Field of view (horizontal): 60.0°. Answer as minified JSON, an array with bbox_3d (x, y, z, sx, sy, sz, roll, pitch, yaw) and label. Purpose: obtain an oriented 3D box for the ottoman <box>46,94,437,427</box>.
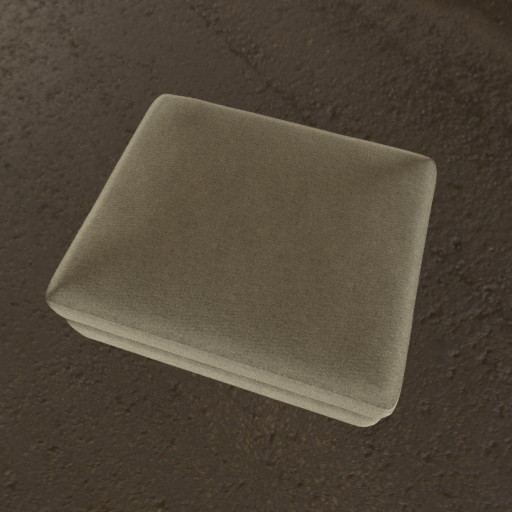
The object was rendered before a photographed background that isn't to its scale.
[{"bbox_3d":[0.000,0.000,1.247,0.821,0.474,0.693,16,64,8],"label":"ottoman"}]
